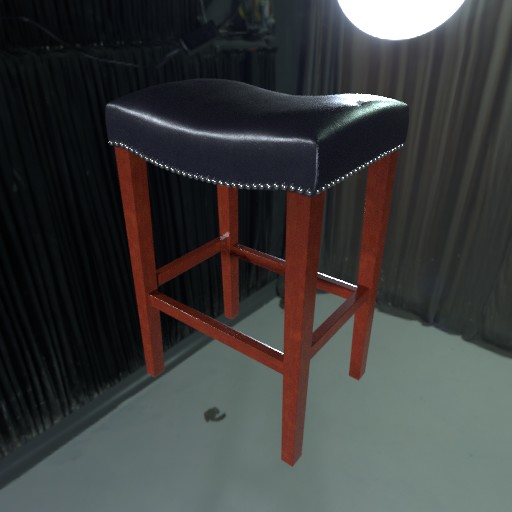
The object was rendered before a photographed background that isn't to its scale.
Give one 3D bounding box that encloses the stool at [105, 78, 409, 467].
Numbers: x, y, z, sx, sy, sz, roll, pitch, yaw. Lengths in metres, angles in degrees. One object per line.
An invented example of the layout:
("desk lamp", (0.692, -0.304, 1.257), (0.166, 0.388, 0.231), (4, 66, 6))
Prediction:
("stool", (0.000, 0.000, 1.045), (0.504, 0.742, 0.372), (20, 35, 32))
